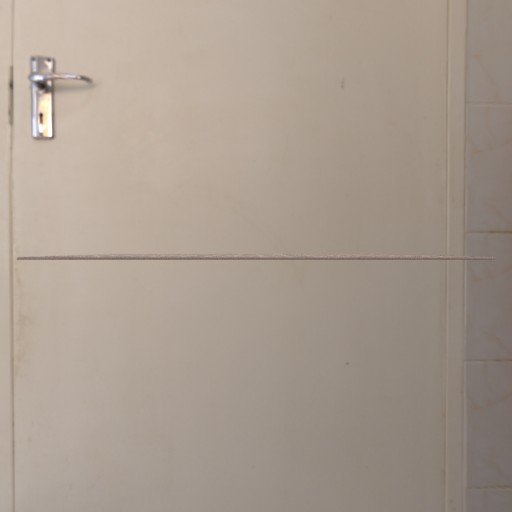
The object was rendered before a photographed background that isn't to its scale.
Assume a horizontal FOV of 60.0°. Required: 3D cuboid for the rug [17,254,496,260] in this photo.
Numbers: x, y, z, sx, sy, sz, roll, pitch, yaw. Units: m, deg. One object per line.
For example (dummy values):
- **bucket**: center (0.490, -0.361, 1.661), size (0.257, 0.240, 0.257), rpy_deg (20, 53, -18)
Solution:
- **rug**: center (0.000, 0.000, 2.878), size (2.260, 0.013, 1.600), rpy_deg (0, 1, -1)
